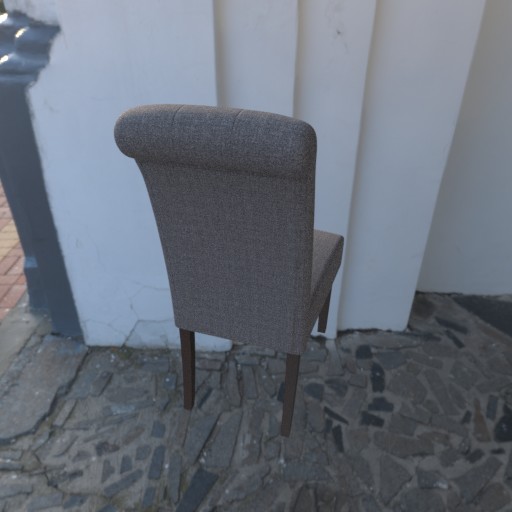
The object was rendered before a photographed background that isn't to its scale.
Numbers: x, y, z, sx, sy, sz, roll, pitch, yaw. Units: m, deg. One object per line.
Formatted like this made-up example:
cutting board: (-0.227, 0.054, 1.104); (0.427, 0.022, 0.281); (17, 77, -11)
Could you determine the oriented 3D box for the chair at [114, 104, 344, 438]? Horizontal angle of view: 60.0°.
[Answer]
chair: (0.000, 0.000, 1.349); (0.456, 1.006, 0.671); (10, 33, 15)
